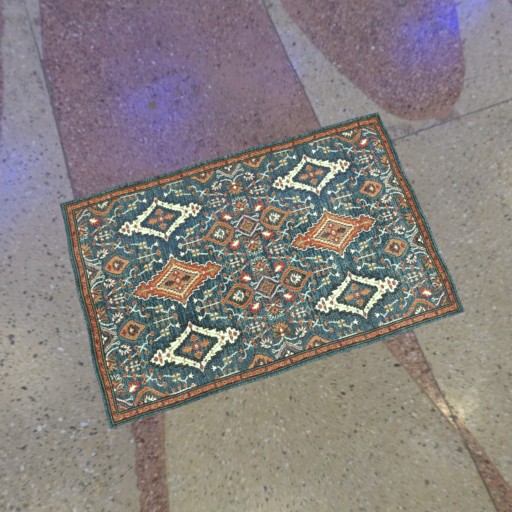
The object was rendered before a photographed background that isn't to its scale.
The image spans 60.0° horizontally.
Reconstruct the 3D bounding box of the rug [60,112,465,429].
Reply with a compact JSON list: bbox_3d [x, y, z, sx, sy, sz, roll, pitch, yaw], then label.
[{"bbox_3d":[0.000,0.000,4.196,3.371,0.008,2.190,-17,76,-4],"label":"rug"}]
